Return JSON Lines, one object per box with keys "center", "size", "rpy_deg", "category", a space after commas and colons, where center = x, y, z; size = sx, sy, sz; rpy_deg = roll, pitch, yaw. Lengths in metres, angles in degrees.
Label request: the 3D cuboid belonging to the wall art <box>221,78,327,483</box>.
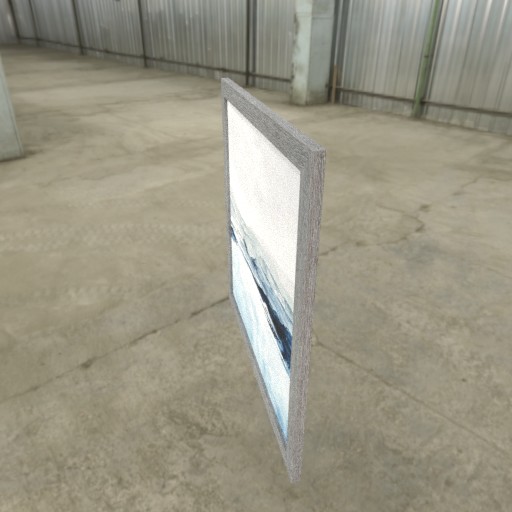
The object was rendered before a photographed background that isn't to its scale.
{"center": [0.000, 0.000, 1.026], "size": [0.020, 0.685, 0.685], "rpy_deg": [-7, 30, -12], "category": "wall art"}
